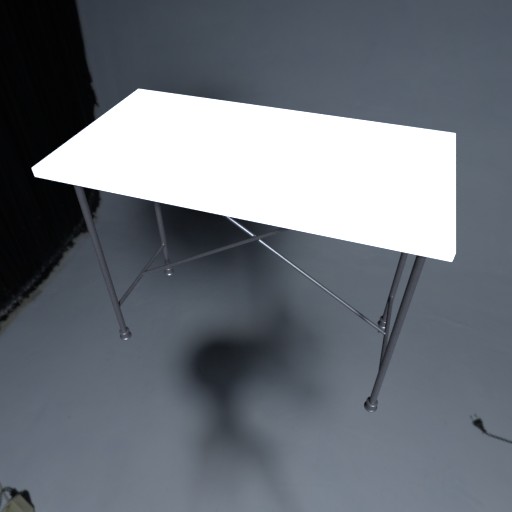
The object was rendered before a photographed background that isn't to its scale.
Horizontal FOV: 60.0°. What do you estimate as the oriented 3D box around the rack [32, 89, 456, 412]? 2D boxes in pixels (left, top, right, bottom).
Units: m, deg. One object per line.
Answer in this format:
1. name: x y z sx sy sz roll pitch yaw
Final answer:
1. rack: 0.000 0.000 1.649 1.159 0.880 0.613 13 44 14
